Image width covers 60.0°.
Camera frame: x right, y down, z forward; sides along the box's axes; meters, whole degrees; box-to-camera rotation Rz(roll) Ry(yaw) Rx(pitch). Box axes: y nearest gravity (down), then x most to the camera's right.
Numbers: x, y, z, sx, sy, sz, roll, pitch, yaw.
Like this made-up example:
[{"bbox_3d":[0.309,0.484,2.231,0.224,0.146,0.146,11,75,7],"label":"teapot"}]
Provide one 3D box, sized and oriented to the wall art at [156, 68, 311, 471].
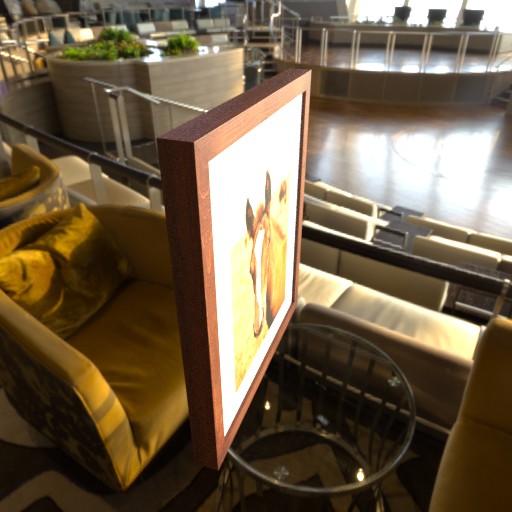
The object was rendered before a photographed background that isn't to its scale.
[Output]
[{"bbox_3d":[0.000,0.000,0.544,0.030,0.381,0.330,11,33,17],"label":"wall art"}]
